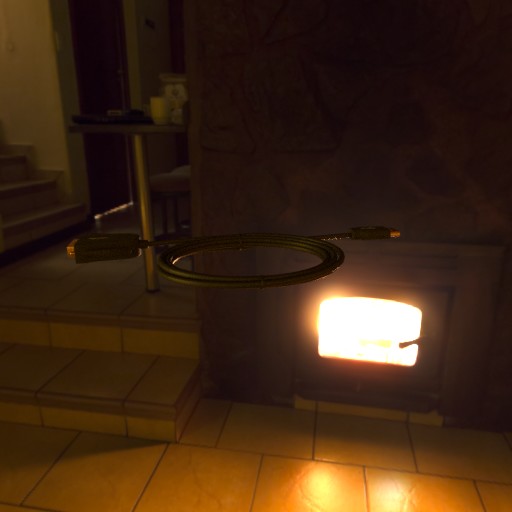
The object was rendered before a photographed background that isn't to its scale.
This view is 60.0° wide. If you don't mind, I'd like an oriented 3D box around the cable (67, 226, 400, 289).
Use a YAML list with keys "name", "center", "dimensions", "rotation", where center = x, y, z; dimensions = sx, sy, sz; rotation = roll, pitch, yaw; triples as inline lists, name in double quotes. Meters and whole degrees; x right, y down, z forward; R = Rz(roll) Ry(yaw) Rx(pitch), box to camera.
- name: "cable"
  center: [0.000, 0.000, 0.331]
  dimensions: [0.281, 0.015, 0.136]
  rotation: [-3, 17, -9]
